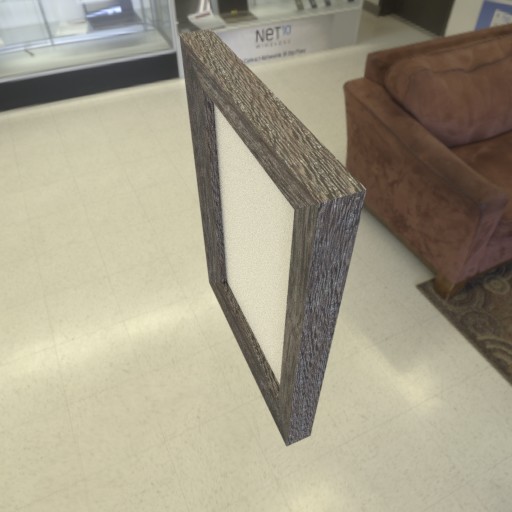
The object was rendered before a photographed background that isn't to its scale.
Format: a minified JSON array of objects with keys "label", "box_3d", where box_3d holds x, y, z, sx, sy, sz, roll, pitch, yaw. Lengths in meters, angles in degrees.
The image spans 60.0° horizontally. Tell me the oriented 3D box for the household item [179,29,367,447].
[{"label":"household item","box_3d":[0.000,0.000,0.232,0.020,0.180,0.133,-18,49,-16]}]
